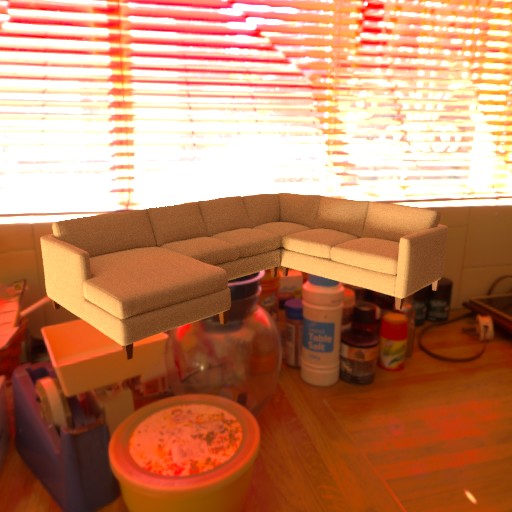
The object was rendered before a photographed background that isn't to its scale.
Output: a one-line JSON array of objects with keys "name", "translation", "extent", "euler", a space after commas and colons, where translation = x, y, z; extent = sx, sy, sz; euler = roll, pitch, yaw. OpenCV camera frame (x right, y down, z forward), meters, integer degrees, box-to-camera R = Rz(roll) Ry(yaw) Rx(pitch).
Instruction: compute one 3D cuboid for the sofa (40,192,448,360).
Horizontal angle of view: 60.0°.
[{"name": "sofa", "translation": [0.000, 0.000, 4.650], "extent": [3.460, 0.961, 2.594], "euler": [-14, 20, -42]}]
